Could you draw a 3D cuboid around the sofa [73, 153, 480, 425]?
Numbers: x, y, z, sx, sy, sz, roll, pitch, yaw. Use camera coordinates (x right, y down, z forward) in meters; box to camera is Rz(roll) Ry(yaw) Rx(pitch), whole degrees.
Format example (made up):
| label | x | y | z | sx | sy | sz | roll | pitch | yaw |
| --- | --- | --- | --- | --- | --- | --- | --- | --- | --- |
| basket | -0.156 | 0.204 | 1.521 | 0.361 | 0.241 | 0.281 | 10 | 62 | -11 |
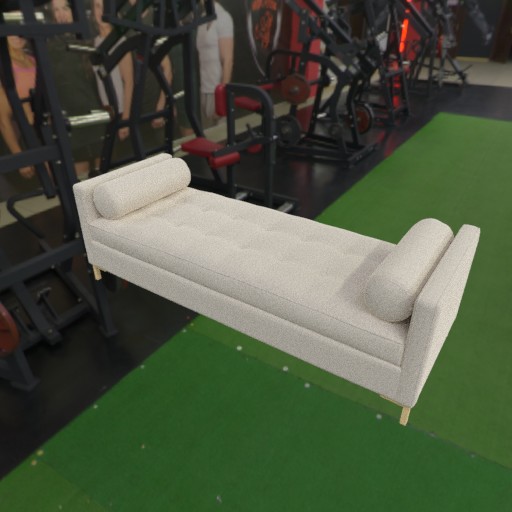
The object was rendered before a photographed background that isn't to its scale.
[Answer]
| label | x | y | z | sx | sy | sz | roll | pitch | yaw |
| --- | --- | --- | --- | --- | --- | --- | --- | --- | --- |
| sofa | 0.000 | 0.000 | 2.373 | 1.985 | 0.641 | 0.746 | 19 | 35 | 29 |
